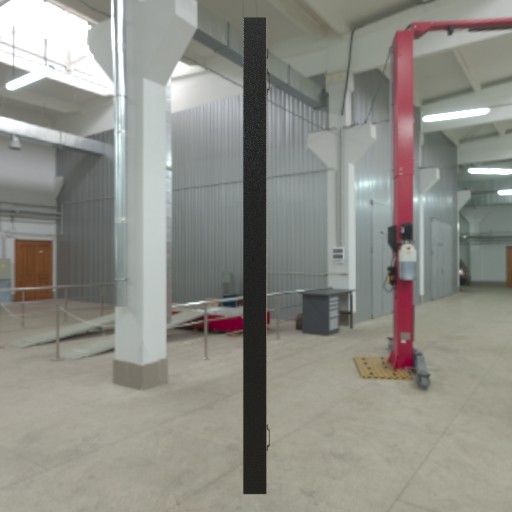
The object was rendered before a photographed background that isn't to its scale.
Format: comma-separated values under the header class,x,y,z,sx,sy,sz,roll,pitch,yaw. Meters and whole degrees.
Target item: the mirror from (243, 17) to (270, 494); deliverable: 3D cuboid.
class,x,y,z,sx,sy,sz,roll,pitch,yaw
mirror,0.000,0.000,0.913,0.040,0.710,0.507,0,0,0
